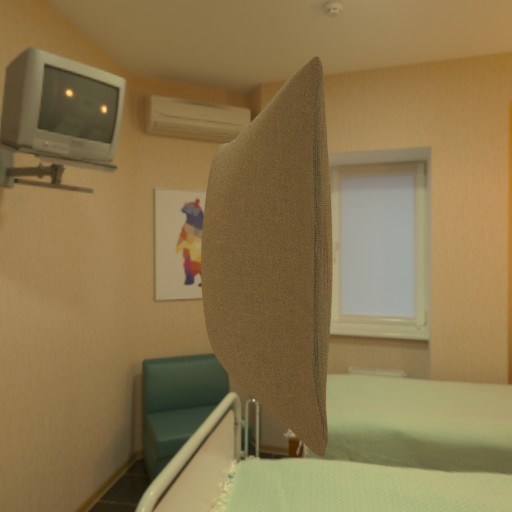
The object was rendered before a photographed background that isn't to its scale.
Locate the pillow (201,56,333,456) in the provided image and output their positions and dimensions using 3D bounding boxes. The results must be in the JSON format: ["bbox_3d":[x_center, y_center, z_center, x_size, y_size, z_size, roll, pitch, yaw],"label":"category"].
[{"bbox_3d":[0.000,0.000,0.795,0.178,0.506,0.512,0,0,-19],"label":"pillow"}]
